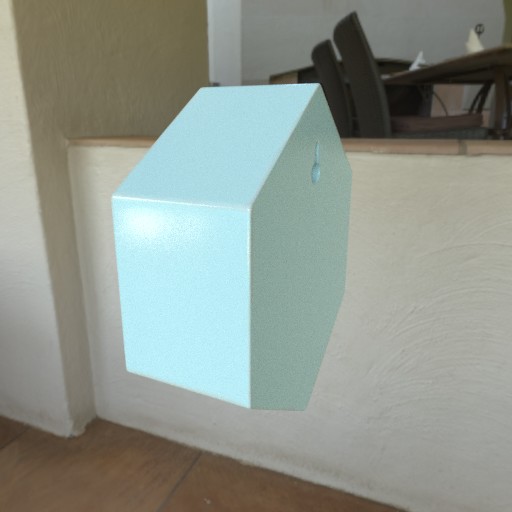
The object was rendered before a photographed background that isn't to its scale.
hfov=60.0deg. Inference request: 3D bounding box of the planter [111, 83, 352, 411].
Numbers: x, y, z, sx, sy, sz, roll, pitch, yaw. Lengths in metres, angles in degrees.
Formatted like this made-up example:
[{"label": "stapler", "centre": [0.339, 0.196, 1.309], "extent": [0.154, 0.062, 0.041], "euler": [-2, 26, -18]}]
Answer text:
[{"label": "planter", "centre": [0.000, 0.000, 0.286], "extent": [0.078, 0.207, 0.169], "euler": [8, 18, 25]}]
